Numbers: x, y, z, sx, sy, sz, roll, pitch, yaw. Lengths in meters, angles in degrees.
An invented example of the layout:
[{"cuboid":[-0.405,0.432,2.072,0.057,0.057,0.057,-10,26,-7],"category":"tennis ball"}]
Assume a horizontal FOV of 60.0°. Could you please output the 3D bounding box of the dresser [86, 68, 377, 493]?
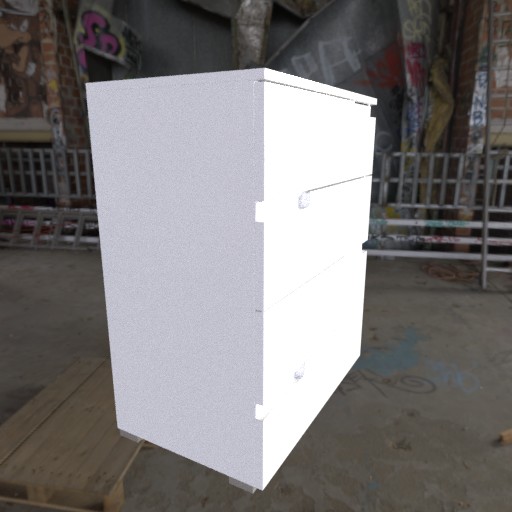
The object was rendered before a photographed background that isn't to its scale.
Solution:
[{"cuboid":[0.000,0.000,1.149,0.400,0.800,0.650,8,17,28],"category":"dresser"}]
